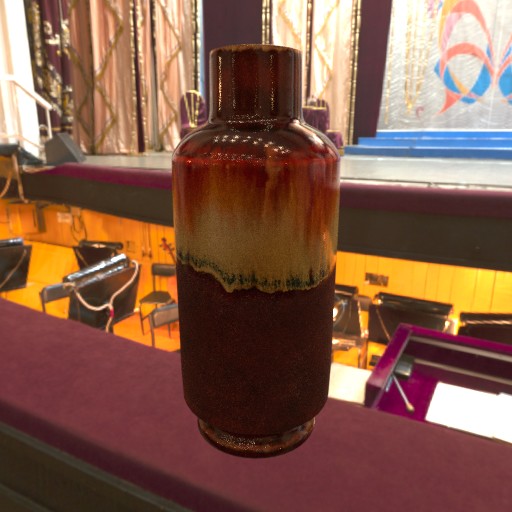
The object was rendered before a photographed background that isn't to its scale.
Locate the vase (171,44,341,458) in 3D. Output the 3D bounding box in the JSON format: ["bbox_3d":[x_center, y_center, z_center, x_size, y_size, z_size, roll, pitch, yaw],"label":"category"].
[{"bbox_3d":[0.000,0.000,0.309,0.111,0.261,0.111,0,15,0],"label":"vase"}]
